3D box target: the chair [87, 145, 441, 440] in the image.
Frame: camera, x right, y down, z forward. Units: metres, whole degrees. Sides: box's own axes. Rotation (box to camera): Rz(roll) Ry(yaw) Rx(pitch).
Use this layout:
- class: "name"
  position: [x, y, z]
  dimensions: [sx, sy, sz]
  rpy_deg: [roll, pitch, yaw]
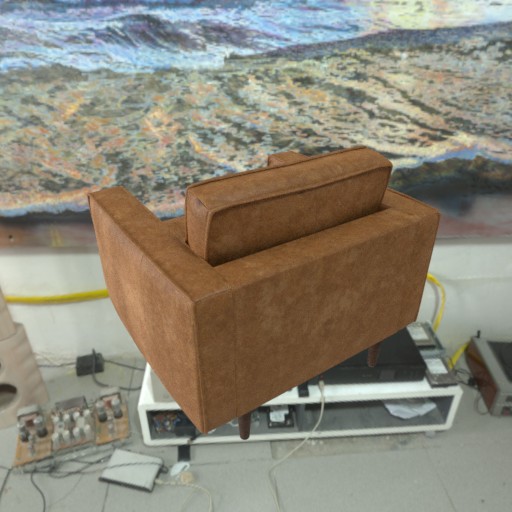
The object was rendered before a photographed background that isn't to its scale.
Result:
- class: "chair"
  position: [0.000, 0.000, 1.550]
  dimensions: [0.928, 0.767, 0.798]
  rpy_deg: [-19, 35, -29]
